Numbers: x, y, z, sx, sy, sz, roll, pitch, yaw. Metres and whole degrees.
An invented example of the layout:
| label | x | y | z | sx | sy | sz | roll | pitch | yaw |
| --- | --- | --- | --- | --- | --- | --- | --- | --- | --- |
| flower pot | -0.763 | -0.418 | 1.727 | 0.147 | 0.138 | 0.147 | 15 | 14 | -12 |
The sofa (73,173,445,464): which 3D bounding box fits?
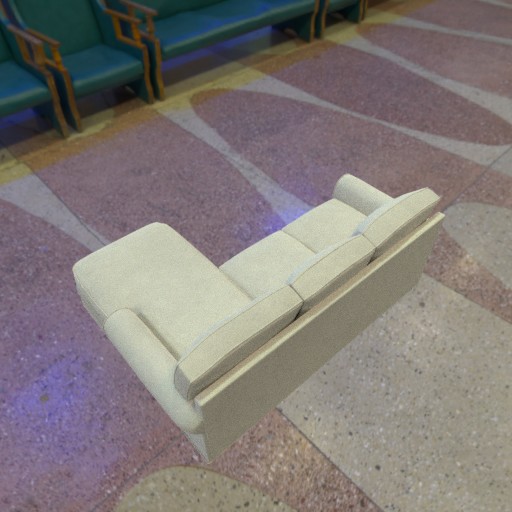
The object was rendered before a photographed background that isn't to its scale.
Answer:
| label | x | y | z | sx | sy | sz | roll | pitch | yaw |
| --- | --- | --- | --- | --- | --- | --- | --- | --- | --- |
| sofa | 0.000 | 0.000 | 2.467 | 1.770 | 0.734 | 1.226 | -32 | 54 | -27 |
